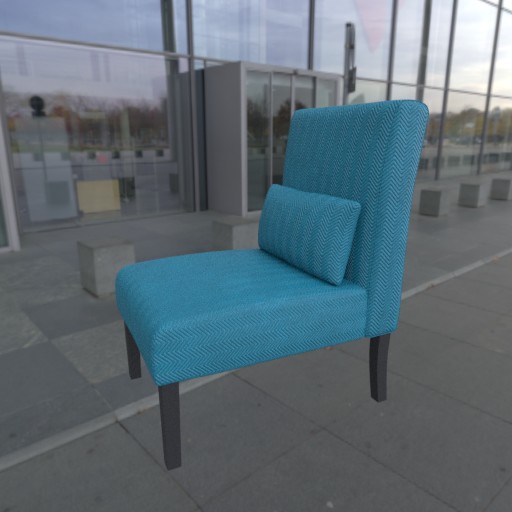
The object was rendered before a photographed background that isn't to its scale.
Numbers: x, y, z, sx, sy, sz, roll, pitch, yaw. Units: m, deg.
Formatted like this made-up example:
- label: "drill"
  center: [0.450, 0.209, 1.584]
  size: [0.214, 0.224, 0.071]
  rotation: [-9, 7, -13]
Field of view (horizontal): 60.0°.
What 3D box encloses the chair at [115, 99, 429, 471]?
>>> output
- label: "chair"
  center: [0.000, 0.000, 1.406]
  size: [0.808, 0.927, 0.579]
  rotation: [-7, 17, -25]
